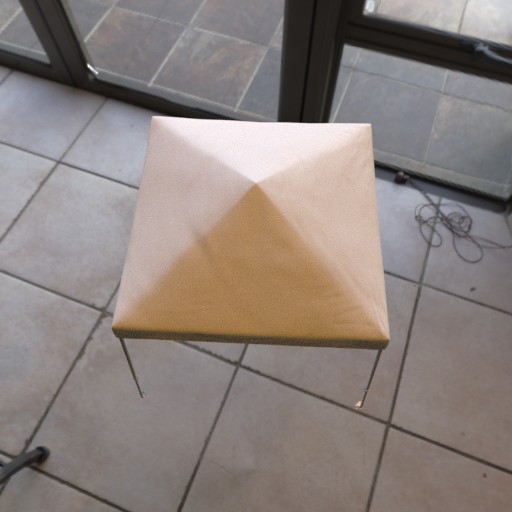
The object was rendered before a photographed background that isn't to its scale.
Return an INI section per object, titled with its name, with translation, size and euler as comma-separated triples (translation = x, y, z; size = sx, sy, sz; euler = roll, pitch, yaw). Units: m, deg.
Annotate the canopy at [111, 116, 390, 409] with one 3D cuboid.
[canopy]
translation = 0.000, 0.000, 5.043
size = 2.848, 2.849, 2.849
euler = 2, 64, 1
